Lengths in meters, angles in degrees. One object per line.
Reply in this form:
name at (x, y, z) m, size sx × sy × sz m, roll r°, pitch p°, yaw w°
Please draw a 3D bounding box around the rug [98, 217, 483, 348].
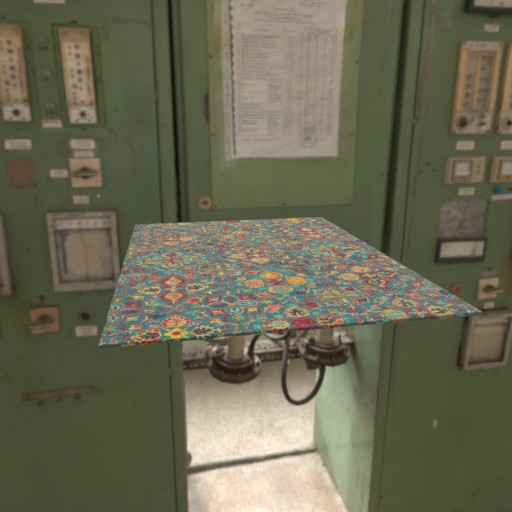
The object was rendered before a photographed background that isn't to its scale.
rug at (0.000, 0.000, 4.209) m, size 2.434 × 0.025 × 3.204 m, roll -3°, pitch 17°, yaw -11°
